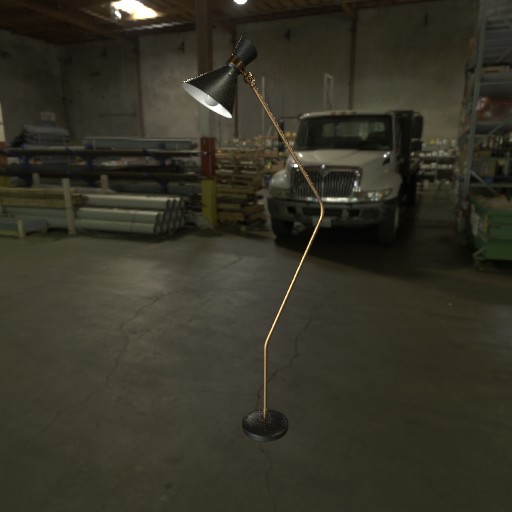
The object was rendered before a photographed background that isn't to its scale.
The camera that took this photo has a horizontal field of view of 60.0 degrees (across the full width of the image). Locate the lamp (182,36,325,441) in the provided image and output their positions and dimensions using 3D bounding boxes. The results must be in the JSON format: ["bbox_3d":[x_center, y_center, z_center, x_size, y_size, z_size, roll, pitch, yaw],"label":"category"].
[{"bbox_3d":[0.000,0.000,1.577,0.467,1.438,0.277,2,14,9],"label":"lamp"}]
